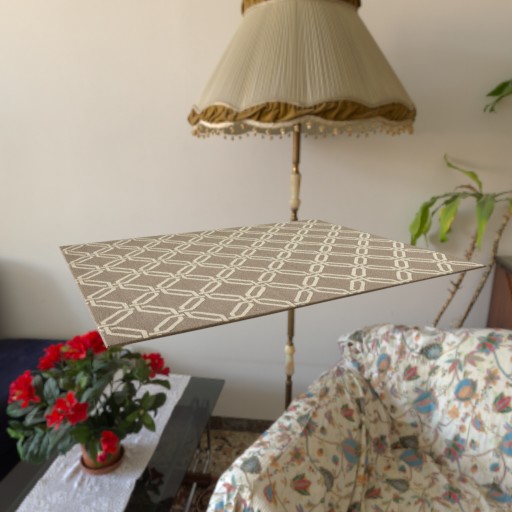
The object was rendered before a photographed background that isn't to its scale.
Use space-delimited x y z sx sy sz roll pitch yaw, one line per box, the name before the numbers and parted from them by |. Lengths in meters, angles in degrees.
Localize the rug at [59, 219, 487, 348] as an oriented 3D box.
rug | 0.000 0.000 3.786 2.895 0.018 2.288 -8 17 -28
